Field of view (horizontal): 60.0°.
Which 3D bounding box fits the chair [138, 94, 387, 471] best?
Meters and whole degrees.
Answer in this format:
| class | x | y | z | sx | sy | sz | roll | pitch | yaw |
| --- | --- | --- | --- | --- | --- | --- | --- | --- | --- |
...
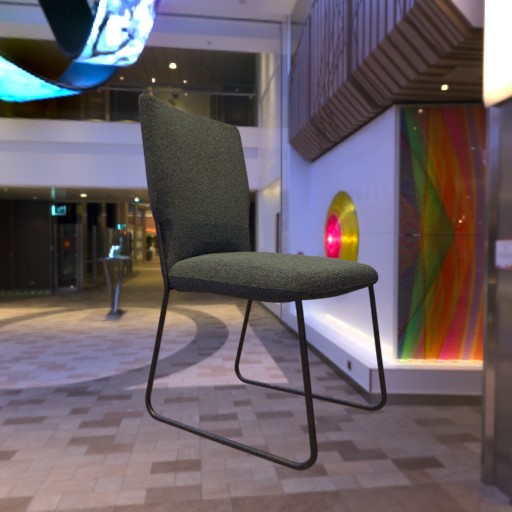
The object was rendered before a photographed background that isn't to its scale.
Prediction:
| class | x | y | z | sx | sy | sz | roll | pitch | yaw |
| --- | --- | --- | --- | --- | --- | --- | --- | --- | --- |
| chair | 0.000 | 0.000 | 1.299 | 0.635 | 0.931 | 0.480 | 1 | 2 | 36 |
